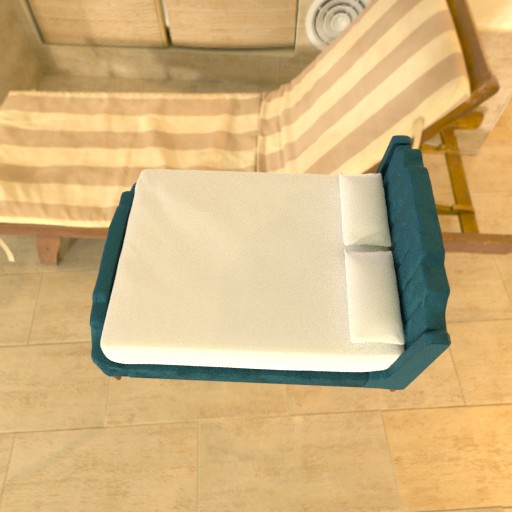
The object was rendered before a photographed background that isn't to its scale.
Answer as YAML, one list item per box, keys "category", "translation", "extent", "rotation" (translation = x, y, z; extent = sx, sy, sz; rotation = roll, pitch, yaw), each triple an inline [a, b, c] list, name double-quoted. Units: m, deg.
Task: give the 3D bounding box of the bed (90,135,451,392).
- category: "bed"
  translation: [0.000, 0.000, 3.382]
  extent: [2.322, 1.338, 1.678]
  rotation: [2, 59, 1]
